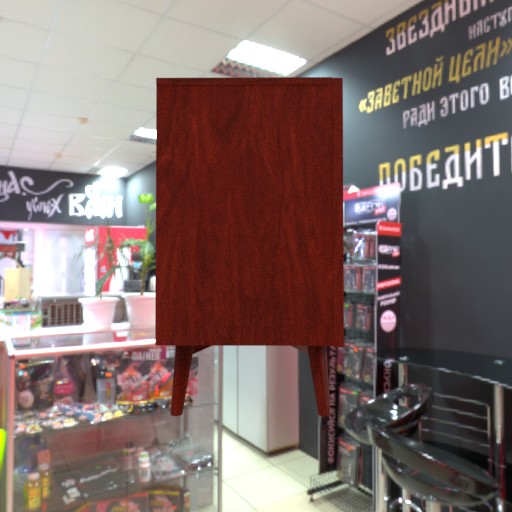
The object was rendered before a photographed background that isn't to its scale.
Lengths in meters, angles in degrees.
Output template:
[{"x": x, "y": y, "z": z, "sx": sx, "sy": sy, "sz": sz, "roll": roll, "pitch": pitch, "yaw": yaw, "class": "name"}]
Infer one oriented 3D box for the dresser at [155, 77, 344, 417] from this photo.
[{"x": 0.000, "y": 0.000, "z": 1.866, "sx": 0.500, "sy": 0.889, "sz": 1.472, "roll": 0, "pitch": -1, "yaw": 1, "class": "dresser"}]
